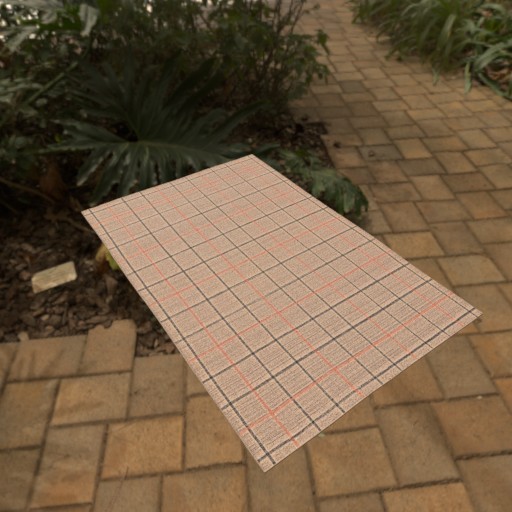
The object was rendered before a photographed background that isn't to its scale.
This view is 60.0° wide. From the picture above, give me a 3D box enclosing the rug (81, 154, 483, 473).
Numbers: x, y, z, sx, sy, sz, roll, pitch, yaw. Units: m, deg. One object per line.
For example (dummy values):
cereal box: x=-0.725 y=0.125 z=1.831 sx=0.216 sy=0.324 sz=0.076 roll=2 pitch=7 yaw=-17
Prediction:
rug: x=0.000 y=0.000 z=2.298 sx=1.220 sy=0.013 sz=1.829 roll=-25 pitch=47 yaw=-26
